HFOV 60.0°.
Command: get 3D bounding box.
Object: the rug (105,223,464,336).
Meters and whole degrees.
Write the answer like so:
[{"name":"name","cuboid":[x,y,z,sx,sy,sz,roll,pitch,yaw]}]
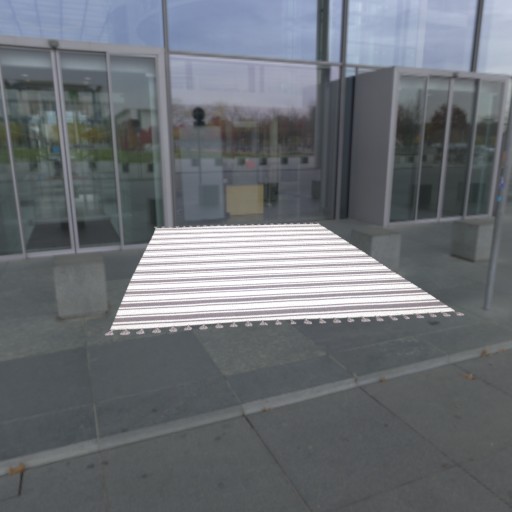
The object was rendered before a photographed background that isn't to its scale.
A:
[{"name":"rug","cuboid":[0.000,0.000,3.044,1.563,0.014,2.425,-2,14,-8]}]
